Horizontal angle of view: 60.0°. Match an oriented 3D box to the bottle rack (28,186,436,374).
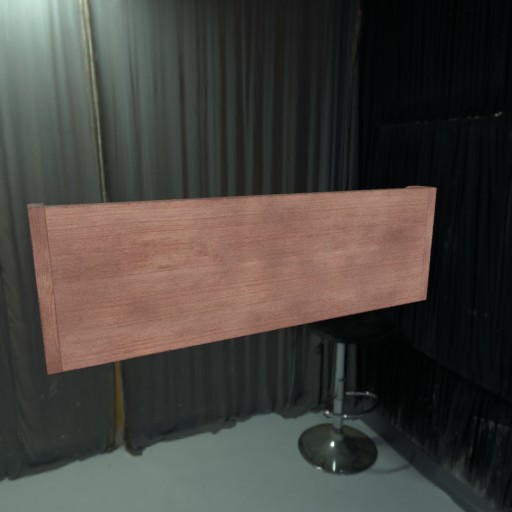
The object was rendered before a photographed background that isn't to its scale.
[{"bbox_3d":[0.000,0.000,0.684,0.608,0.196,0.126,-7,15,-26],"label":"bottle rack"}]
